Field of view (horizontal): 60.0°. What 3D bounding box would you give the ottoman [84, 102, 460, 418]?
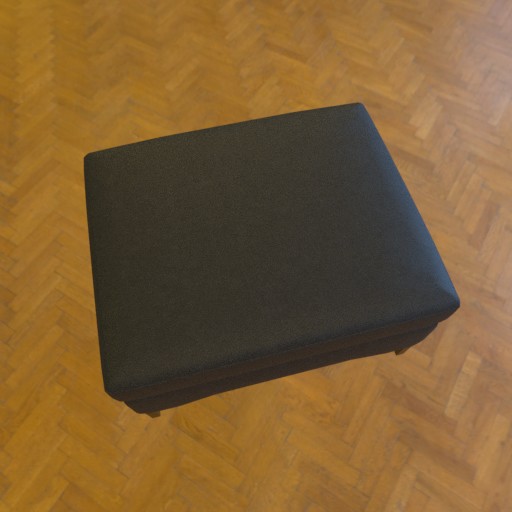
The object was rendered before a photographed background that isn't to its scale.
[{"bbox_3d":[0.000,0.000,1.830,1.187,0.696,0.967,-13,63,-6],"label":"ottoman"}]
